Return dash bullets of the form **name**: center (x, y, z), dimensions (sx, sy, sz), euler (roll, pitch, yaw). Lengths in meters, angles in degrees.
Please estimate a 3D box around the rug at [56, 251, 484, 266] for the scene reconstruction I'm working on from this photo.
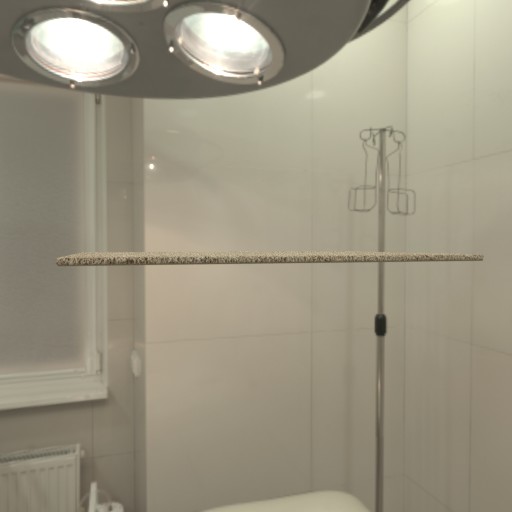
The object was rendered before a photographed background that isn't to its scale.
- **rug**: center (0.000, 0.000, 2.303), dimensions (1.778, 0.030, 1.219), euler (0, 1, -18)
